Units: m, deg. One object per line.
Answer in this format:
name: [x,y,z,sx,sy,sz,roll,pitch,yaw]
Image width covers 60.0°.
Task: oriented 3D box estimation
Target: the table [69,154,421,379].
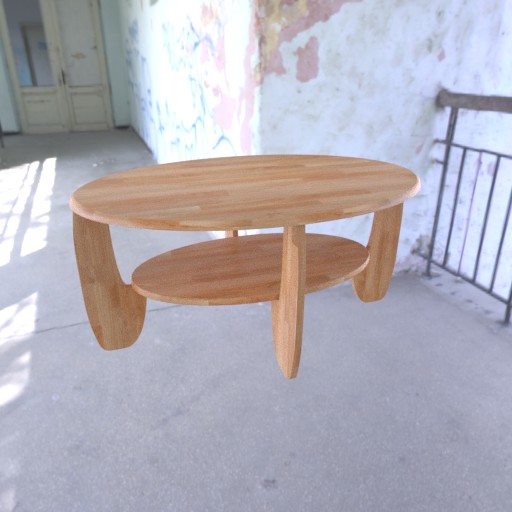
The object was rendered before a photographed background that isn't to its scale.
table: [0.000,0.000,1.394,1.040,0.490,0.690,-8,26,-17]
